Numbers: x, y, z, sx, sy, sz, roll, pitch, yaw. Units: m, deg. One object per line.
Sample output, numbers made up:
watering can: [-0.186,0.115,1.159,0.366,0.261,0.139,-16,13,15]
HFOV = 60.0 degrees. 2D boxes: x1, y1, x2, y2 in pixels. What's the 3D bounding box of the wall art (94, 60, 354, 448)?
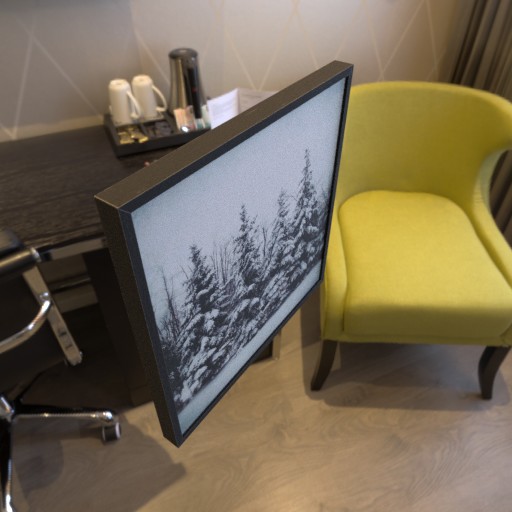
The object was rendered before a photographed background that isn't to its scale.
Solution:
wall art: [0.000,0.000,0.757,0.036,0.506,0.506,26,48,26]
